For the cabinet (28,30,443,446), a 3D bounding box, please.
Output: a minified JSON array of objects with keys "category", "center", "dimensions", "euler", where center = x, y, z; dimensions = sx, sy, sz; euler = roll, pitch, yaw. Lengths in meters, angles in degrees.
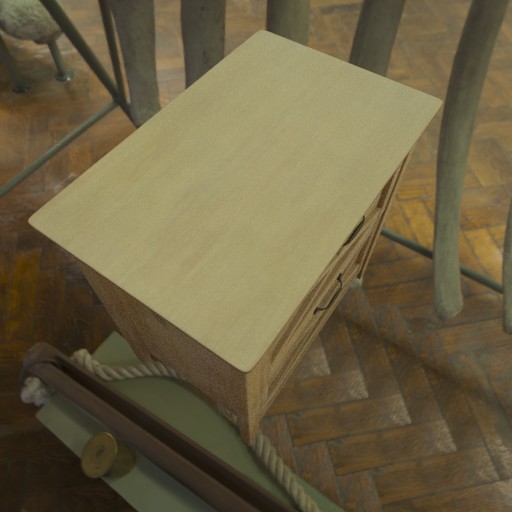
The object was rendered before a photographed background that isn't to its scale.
[{"category":"cabinet","center":[0.000,0.000,1.222],"dimensions":[0.503,0.762,0.763],"euler":[30,62,18]}]
